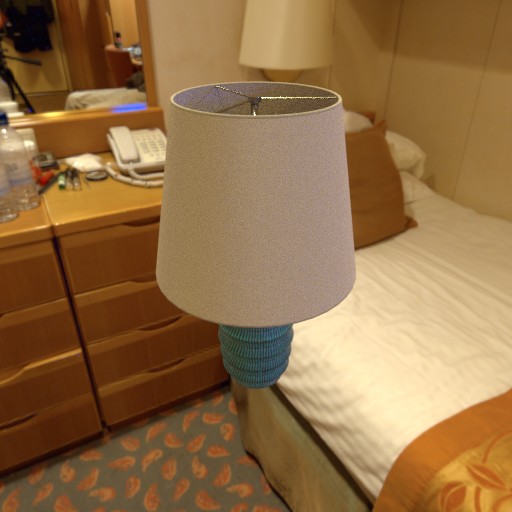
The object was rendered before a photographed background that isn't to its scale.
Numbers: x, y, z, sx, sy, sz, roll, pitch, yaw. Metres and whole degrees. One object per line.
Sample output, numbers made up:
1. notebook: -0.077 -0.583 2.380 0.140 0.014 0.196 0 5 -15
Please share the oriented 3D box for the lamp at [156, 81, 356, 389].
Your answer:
1. lamp: 0.000 0.000 0.567 0.254 0.392 0.254 0 31 0
